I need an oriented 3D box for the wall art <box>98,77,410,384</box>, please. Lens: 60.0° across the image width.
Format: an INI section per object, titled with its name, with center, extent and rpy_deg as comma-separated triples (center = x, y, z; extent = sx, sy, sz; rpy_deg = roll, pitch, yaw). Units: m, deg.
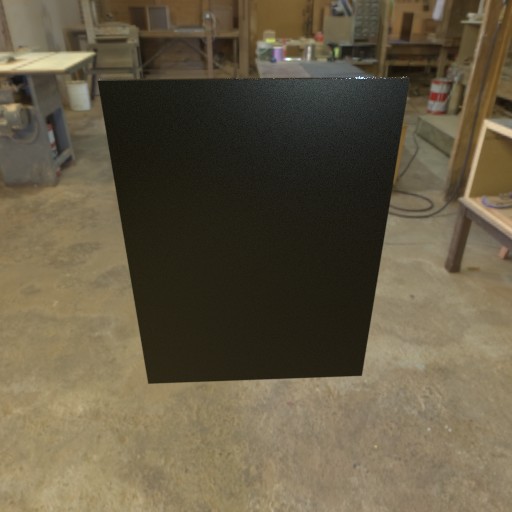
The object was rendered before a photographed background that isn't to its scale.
[wall art]
center = 0.000, 0.000, 0.777
extent = 0.442, 0.582, 0.013
rpy_deg = -1, 30, -2
